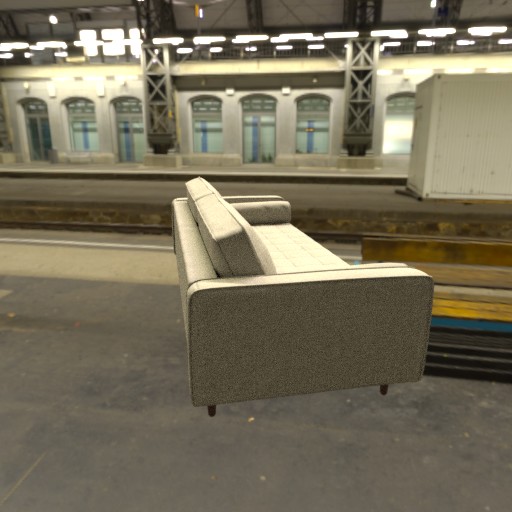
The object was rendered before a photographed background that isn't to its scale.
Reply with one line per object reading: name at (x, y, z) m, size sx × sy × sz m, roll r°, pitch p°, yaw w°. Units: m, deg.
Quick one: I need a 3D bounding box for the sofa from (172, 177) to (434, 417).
sofa at (0.000, 0.000, 2.594) m, size 0.914 × 0.762 × 2.211 m, roll -3°, pitch 16°, yaw -11°
